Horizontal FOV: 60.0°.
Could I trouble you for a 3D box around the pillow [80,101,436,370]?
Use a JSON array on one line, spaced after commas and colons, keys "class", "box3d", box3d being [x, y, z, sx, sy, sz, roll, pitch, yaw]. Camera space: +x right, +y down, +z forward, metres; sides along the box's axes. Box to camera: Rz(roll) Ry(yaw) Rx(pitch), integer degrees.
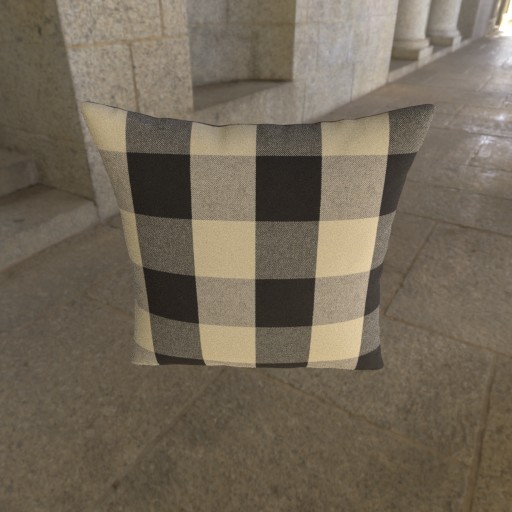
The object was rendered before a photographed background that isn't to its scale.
[{"class": "pillow", "box3d": [0.000, 0.000, 0.763, 0.511, 0.509, 0.161, 1, 31, 2]}]
